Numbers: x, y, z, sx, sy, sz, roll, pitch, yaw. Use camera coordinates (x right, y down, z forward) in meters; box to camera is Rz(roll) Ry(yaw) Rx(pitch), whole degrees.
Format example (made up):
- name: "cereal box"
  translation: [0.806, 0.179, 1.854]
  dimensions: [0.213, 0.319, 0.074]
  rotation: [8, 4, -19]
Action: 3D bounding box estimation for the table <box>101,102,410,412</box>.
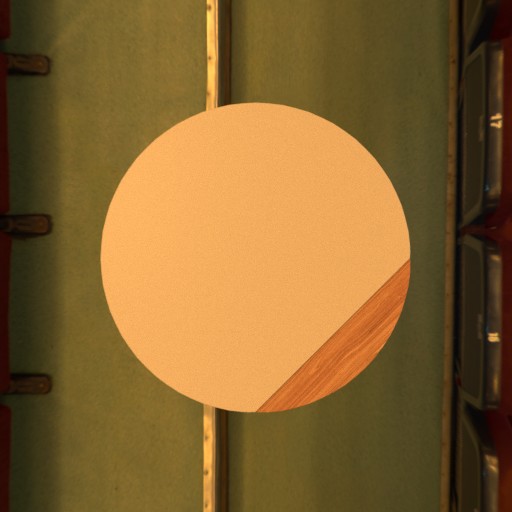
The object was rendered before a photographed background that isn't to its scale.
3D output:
- name: "table"
  translation: [0.000, 0.000, 0.880]
  dimensions: [0.450, 0.525, 0.450]
  rotation: [0, 91, 0]
